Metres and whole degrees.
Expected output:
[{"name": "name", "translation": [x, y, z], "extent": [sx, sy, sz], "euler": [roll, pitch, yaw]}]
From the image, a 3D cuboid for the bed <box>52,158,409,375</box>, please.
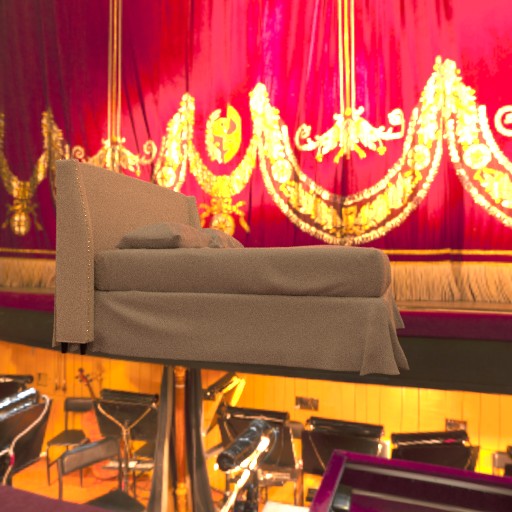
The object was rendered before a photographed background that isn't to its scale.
[{"name": "bed", "translation": [0.000, 0.000, 3.541], "extent": [2.276, 1.332, 1.925], "euler": [0, -1, 18]}]
